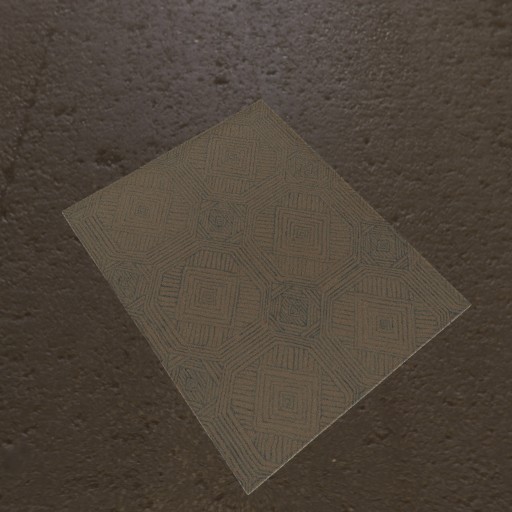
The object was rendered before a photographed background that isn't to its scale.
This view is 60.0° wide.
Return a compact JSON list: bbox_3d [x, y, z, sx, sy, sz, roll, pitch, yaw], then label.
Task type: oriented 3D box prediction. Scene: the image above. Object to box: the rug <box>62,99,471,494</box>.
[{"bbox_3d":[0.000,0.000,4.110,2.457,0.015,3.049,-34,69,-15],"label":"rug"}]
